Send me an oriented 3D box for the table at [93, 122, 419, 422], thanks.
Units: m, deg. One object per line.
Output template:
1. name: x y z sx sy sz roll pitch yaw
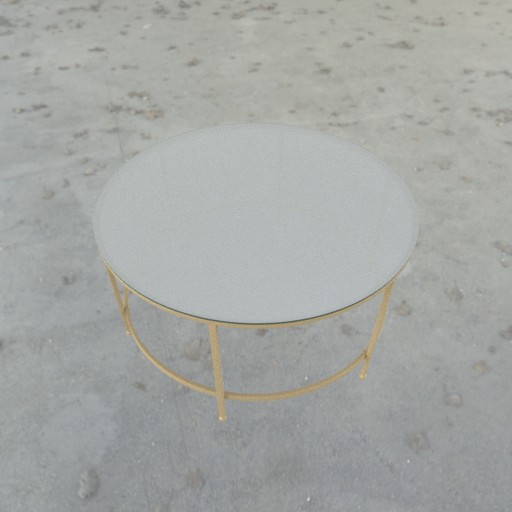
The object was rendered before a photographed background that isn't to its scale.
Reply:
1. table: 0.000 0.000 1.440 0.914 0.470 0.914 0 43 0
